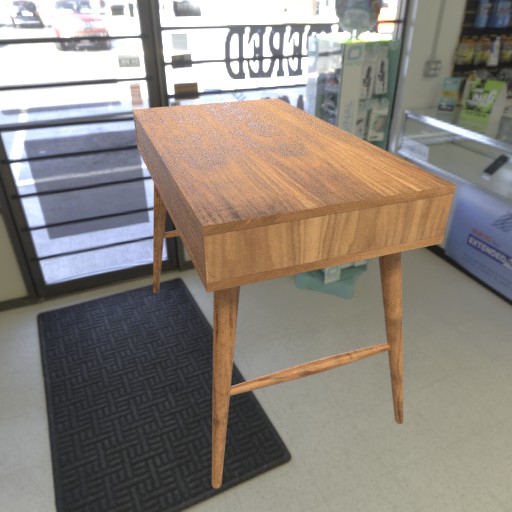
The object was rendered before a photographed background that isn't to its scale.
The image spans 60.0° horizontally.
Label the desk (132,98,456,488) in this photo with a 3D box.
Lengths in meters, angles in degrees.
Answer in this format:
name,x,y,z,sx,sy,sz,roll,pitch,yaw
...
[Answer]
name,x,y,z,sx,sy,sz,roll,pitch,yaw
desk,0.000,0.000,1.414,0.588,0.758,0.949,-11,32,-18
